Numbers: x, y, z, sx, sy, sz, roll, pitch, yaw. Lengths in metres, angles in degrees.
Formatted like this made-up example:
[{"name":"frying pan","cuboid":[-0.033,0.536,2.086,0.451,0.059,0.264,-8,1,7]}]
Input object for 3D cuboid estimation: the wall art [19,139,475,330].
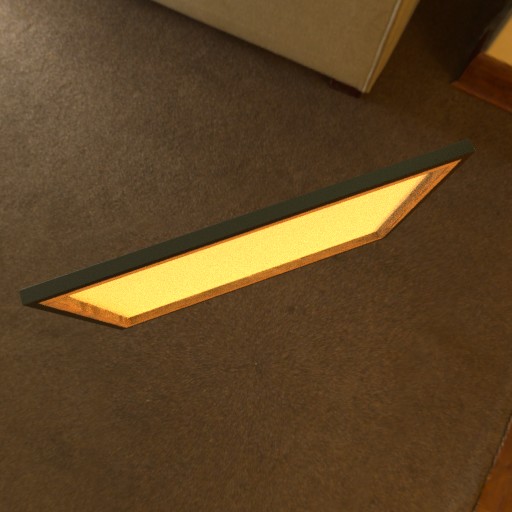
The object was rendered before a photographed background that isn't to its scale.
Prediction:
[{"name":"wall art","cuboid":[0.000,0.000,0.826,0.659,0.446,0.022,-19,77,-5]}]
